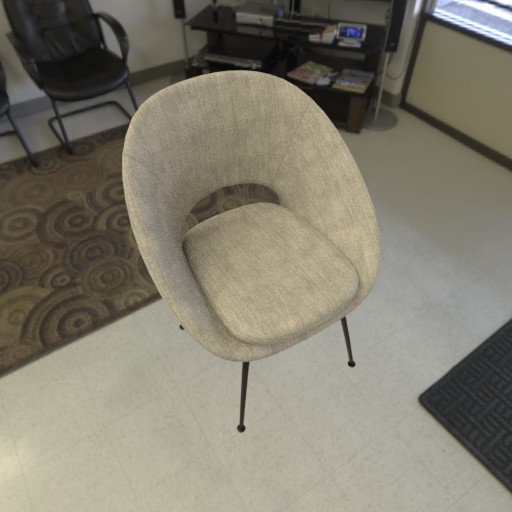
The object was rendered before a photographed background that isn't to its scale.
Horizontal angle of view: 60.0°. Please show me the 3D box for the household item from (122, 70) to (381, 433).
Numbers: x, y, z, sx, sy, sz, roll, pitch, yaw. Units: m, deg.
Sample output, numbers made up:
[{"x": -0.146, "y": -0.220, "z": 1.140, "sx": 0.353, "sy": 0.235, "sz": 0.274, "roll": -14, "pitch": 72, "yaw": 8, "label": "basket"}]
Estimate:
[{"x": 0.000, "y": 0.000, "z": 1.300, "sx": 0.643, "sy": 0.869, "sz": 0.587, "roll": -23, "pitch": 51, "yaw": -20, "label": "household item"}]
